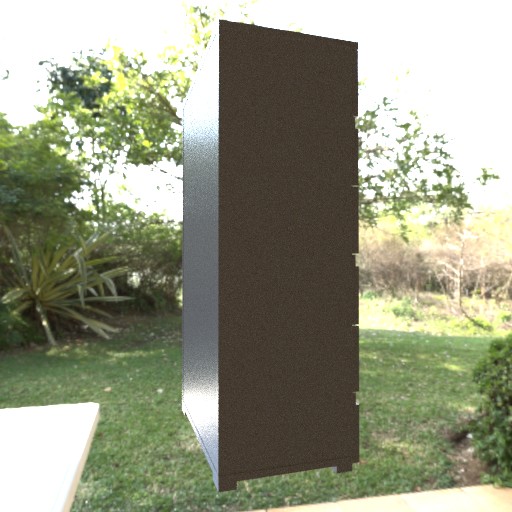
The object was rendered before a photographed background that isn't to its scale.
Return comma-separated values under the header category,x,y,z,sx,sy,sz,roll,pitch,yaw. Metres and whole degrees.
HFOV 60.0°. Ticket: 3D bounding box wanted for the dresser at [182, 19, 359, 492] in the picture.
category,x,y,z,sx,sy,sz,roll,pitch,yaw
dresser,0.000,0.000,1.481,0.400,1.190,0.650,0,-1,-17
